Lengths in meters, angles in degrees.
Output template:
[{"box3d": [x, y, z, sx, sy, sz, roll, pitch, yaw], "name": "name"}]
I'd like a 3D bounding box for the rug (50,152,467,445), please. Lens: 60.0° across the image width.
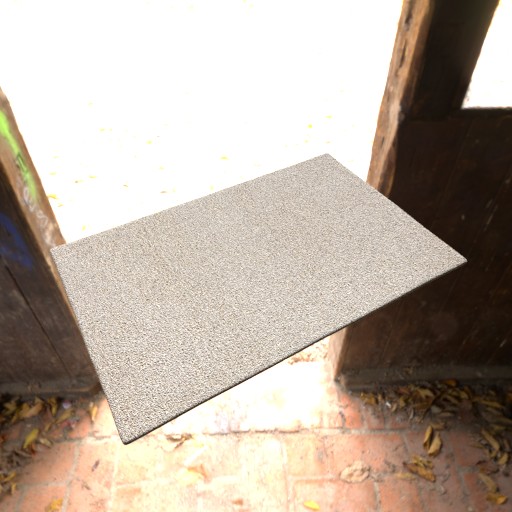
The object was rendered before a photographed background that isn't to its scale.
[{"box3d": [0.000, 0.000, 3.454, 2.743, 0.030, 1.778, -23, 50, -21], "name": "rug"}]
